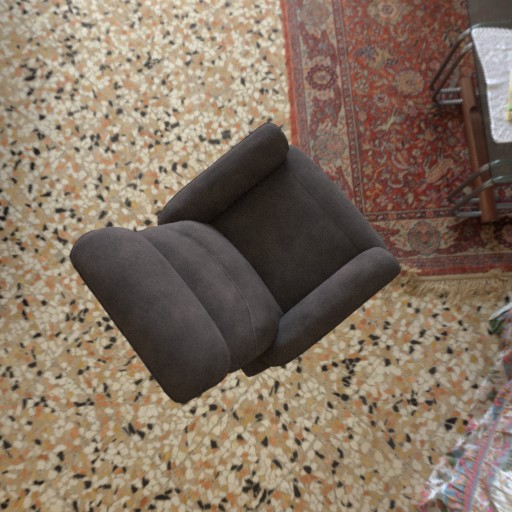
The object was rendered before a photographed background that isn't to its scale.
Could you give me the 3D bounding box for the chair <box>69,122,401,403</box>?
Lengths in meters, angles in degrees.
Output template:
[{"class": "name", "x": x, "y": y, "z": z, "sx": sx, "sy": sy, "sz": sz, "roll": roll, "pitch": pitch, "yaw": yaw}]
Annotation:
[{"class": "chair", "x": 0.000, "y": 0.000, "z": 1.787, "sx": 1.009, "sy": 1.035, "sz": 0.830, "roll": -38, "pitch": 80, "yaw": -8}]
